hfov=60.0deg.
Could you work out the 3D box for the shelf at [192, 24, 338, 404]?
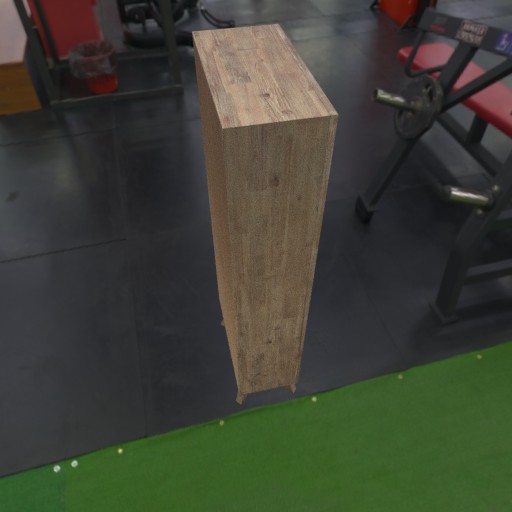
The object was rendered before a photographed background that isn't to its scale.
[{"bbox_3d":[0.000,0.000,1.555,0.267,1.342,0.491,-9,49,-8],"label":"shelf"}]
